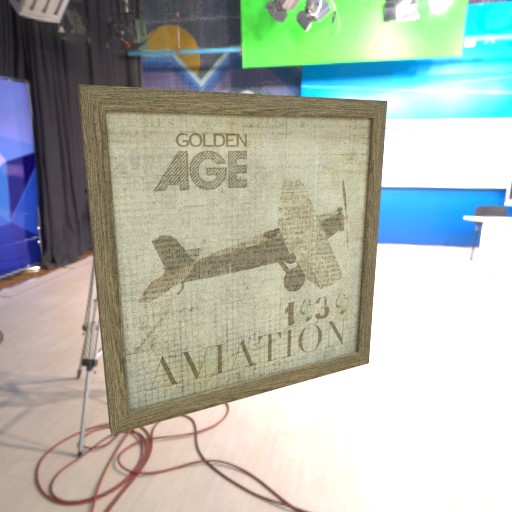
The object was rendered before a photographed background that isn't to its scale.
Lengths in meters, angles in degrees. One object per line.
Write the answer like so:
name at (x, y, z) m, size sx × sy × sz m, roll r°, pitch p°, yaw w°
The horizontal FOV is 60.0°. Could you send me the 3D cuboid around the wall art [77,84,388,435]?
wall art at (0.000, 0.000, 0.739) m, size 0.508 × 0.508 × 0.019 m, roll -7°, pitch 16°, yaw -26°
